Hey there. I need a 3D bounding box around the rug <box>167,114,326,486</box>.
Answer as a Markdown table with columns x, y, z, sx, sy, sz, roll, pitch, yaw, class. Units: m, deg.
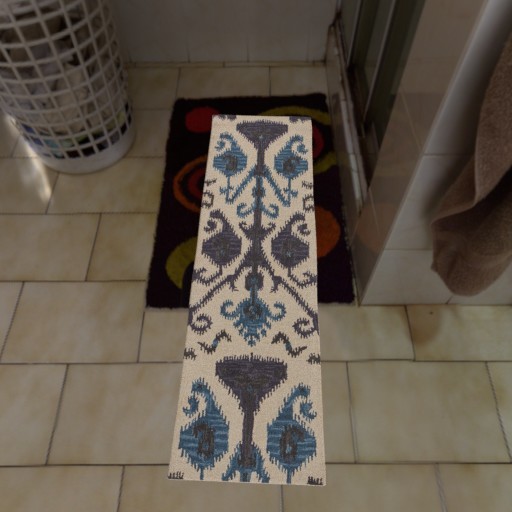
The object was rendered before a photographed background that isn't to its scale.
| x | y | z | sx | sy | sz | roll | pitch | yaw | class |
| --- | --- | --- | --- | --- | --- | --- | --- | --- | --- |
| 0.000 | 0.000 | 2.516 | 0.692 | 0.017 | 2.301 | 2 | 59 | 1 | rug |
